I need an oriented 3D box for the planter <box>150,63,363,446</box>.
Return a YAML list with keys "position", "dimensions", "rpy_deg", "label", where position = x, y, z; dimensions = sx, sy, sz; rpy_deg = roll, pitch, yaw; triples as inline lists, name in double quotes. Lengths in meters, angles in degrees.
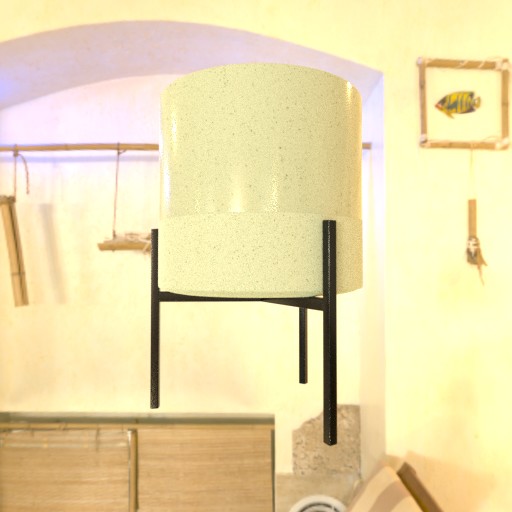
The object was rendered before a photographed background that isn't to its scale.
- position: [0.000, 0.000, 0.339]
  dimensions: [0.159, 0.230, 0.152]
  rpy_deg: [0, -1, -1]
  label: "planter"
